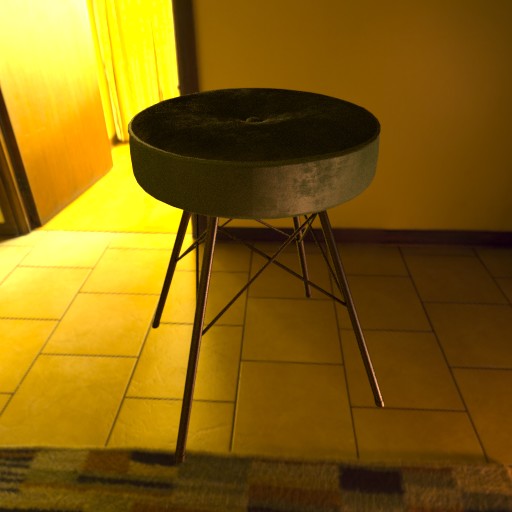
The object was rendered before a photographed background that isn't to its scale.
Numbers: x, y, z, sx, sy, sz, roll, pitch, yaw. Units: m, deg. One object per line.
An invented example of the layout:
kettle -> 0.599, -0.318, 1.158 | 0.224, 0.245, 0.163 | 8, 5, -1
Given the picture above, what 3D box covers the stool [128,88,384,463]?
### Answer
stool -> 0.000, 0.000, 0.913 | 0.457, 0.595, 0.430 | -10, 34, -14
